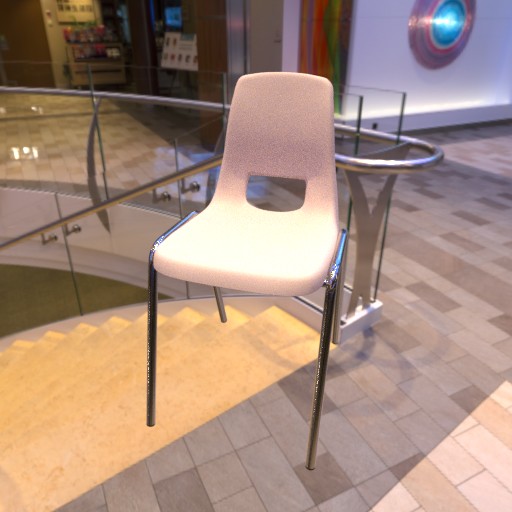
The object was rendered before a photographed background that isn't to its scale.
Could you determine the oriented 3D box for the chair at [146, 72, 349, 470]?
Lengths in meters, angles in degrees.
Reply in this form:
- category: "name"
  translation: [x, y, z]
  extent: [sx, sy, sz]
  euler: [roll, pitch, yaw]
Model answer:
- category: "chair"
  translation: [0.000, 0.000, 0.959]
  extent: [0.381, 0.704, 0.436]
  euler: [8, 28, 16]
